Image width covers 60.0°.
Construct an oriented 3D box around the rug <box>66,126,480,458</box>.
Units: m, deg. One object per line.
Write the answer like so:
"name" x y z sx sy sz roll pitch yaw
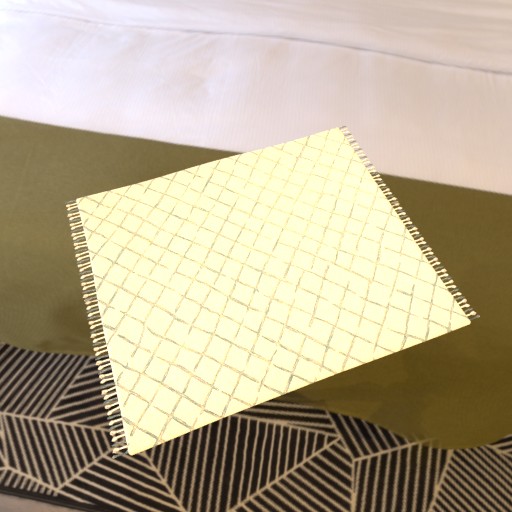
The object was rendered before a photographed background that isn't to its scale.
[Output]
"rug" 0.000 0.000 4.671 3.585 0.036 2.892 -18 60 -11
